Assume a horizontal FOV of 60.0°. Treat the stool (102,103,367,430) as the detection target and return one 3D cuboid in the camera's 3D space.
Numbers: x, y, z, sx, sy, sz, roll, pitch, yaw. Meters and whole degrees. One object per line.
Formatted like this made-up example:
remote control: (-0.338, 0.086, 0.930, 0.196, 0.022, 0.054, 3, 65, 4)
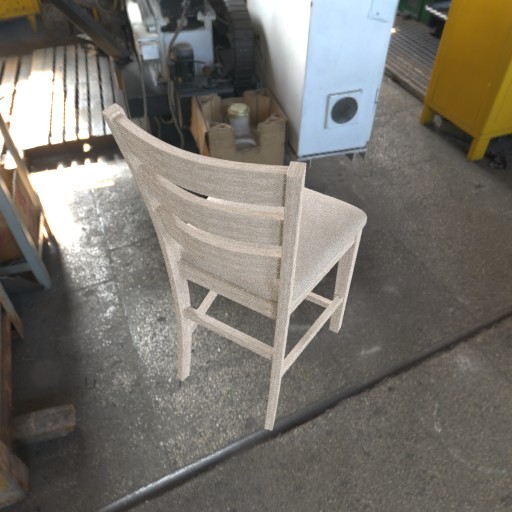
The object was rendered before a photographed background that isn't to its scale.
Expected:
stool: (0.000, 0.000, 1.317, 0.484, 1.032, 0.569, 22, 49, 21)
